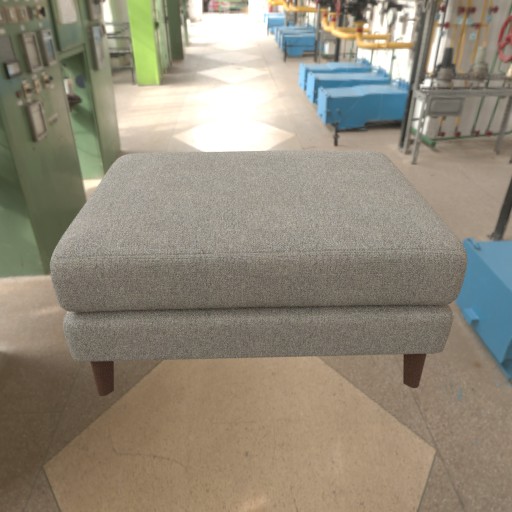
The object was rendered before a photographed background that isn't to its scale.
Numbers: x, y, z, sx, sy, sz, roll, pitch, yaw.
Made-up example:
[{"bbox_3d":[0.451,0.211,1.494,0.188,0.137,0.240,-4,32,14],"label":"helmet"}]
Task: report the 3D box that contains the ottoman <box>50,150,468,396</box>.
[{"bbox_3d":[0.000,0.000,1.178,0.821,0.441,0.611,-1,31,-2],"label":"ottoman"}]
